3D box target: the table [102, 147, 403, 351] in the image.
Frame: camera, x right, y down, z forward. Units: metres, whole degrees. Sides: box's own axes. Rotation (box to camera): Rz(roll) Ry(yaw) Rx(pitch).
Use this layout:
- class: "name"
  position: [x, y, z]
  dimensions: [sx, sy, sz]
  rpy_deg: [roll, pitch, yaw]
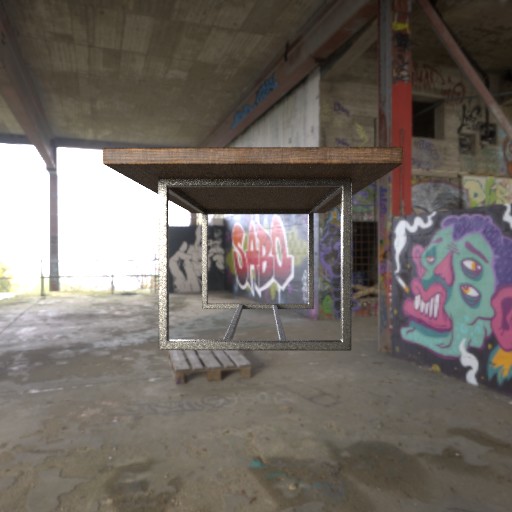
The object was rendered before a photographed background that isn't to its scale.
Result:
- class: "table"
  position: [0.000, 0.000, 2.581]
  dimensions: [1.078, 0.795, 1.989]
  rpy_deg: [0, 0, 1]
